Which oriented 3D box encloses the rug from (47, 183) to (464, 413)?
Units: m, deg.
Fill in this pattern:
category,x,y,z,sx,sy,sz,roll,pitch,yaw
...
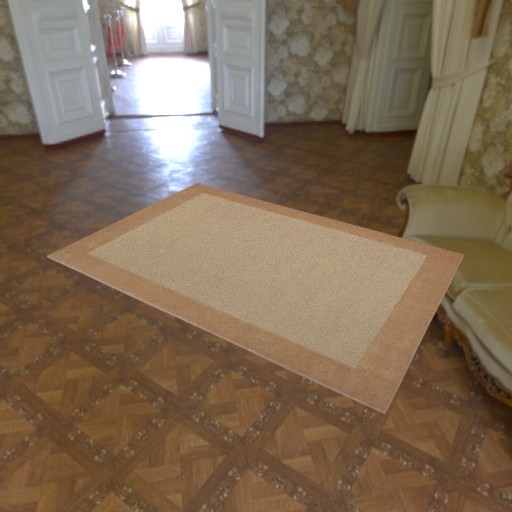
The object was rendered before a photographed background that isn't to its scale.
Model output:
category,x,y,z,sx,sy,sz,roll,pitch,yaw
rug,0.000,0.000,2.336,1.829,0.014,1.219,19,36,28
